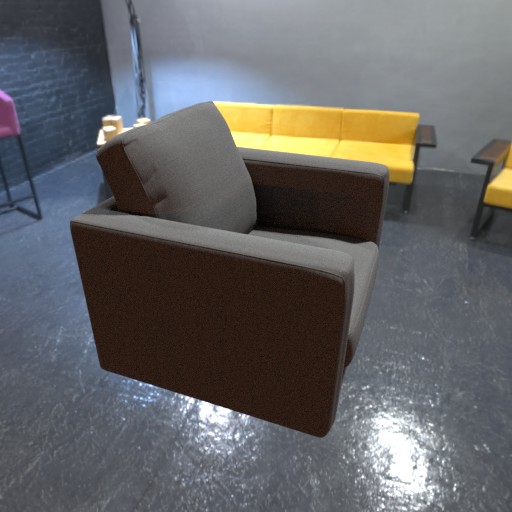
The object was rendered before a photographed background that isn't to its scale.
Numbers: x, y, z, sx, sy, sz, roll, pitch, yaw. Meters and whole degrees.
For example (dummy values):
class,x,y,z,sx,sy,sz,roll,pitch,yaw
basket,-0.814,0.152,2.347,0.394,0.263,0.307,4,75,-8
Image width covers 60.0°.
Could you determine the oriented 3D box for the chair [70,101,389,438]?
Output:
class,x,y,z,sx,sy,sz,roll,pitch,yaw
chair,0.000,0.000,1.537,0.800,0.927,0.854,11,31,18
